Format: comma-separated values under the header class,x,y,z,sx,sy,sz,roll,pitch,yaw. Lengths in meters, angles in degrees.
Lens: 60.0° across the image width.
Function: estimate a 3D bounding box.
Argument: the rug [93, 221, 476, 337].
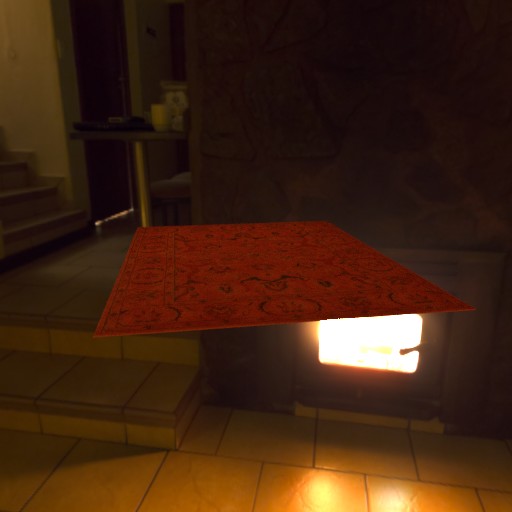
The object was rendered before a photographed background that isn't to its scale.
class,x,y,z,sx,sy,sz,roll,pitch,yaw
rug,0.000,0.000,3.982,2.300,0.012,2.929,-3,16,-9
